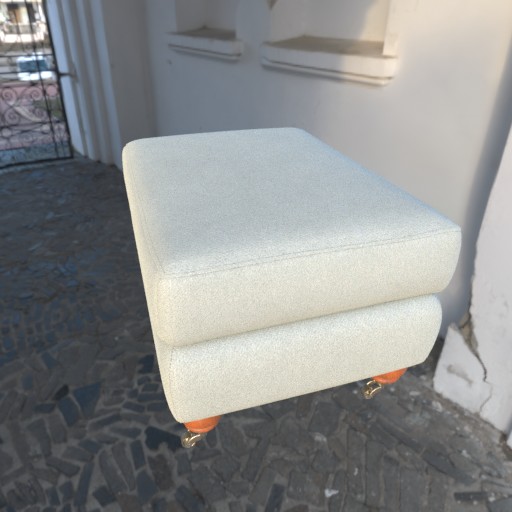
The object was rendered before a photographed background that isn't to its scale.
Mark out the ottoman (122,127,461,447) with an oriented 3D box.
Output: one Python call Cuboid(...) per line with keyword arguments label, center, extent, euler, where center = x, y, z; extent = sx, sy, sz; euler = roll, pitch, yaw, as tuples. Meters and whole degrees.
Cuboid(label="ottoman", center=(0.000, 0.000, 1.114), extent=(0.569, 0.499, 0.773), euler=(-9, 31, -15))
